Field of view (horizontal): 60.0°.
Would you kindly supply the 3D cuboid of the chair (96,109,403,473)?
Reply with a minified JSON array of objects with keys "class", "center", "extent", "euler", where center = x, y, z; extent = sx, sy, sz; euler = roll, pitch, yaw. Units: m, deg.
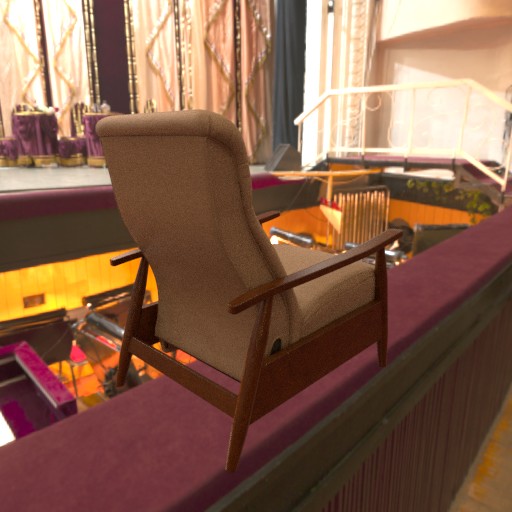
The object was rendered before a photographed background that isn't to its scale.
[{"class":"chair","center":[0.000,0.000,1.813],"extent":[0.762,1.082,1.030],"euler":[14,20,43]}]
